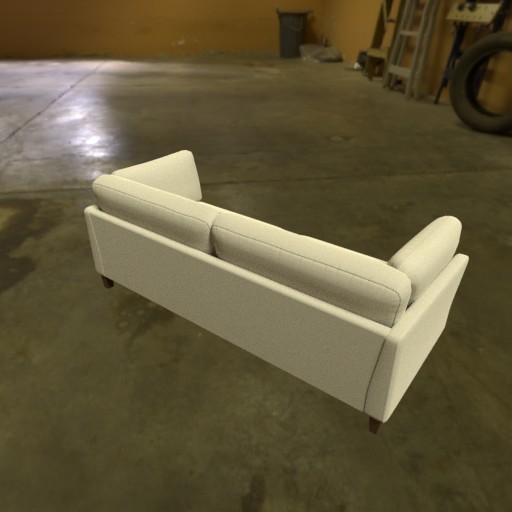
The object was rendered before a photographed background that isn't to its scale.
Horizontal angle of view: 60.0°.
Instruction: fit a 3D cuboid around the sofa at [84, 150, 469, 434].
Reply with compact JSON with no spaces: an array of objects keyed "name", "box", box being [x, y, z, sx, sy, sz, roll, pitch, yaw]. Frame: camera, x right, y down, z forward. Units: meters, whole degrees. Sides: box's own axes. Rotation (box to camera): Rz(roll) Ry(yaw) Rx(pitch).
[{"name":"sofa","box":[0.000,0.000,2.846,2.301,0.863,0.957,21,36,32]}]
